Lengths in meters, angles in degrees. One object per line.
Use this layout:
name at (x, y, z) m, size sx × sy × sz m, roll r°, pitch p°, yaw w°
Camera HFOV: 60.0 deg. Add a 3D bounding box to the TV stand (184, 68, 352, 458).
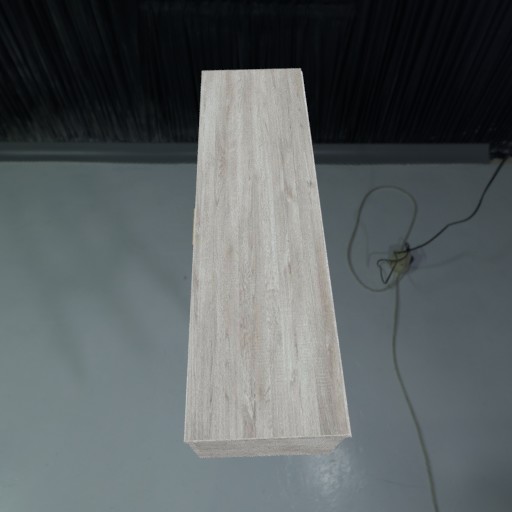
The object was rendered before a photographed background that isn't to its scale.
TV stand at (0.000, 0.000, 1.582) m, size 0.401 × 0.565 × 1.313 m, roll -2°, pitch 59°, yaw -1°
